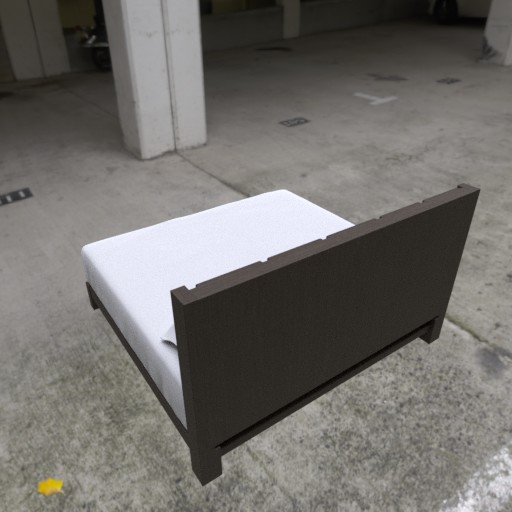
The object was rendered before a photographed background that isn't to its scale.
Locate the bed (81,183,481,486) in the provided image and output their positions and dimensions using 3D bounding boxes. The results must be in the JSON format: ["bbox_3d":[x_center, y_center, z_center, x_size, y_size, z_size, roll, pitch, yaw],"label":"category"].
[{"bbox_3d":[0.000,0.000,3.369,2.134,1.270,2.012,-20,36,-29],"label":"bed"}]
